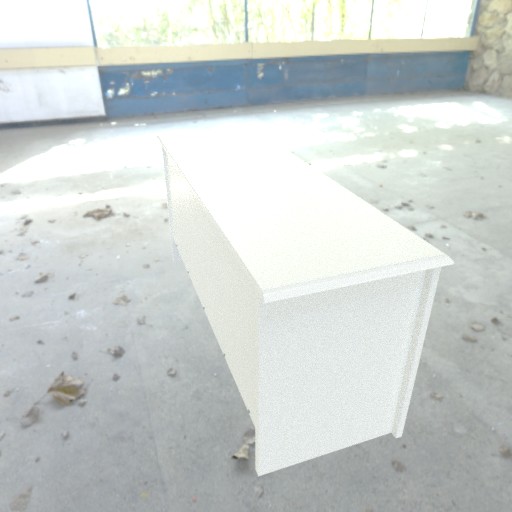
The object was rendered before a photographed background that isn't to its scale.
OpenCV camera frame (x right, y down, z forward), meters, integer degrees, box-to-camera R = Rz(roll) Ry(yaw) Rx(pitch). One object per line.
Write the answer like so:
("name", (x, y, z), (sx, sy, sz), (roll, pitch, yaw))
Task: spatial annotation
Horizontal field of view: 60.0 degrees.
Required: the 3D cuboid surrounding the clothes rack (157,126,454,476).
("clothes rack", (0.000, 0.000, 1.453), (0.405, 0.558, 1.218), (-10, 30, -17))
